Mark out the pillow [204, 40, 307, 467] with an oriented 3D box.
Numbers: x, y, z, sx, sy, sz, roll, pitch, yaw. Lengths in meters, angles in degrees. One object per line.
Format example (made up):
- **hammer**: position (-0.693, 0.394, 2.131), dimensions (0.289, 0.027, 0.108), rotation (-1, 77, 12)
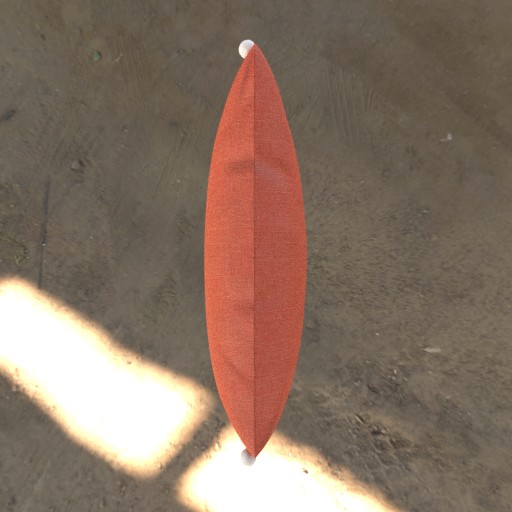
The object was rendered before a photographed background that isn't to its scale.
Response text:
- **pillow**: position (0.000, 0.000, 0.849), dimensions (0.201, 0.322, 0.709), rotation (0, 89, -1)
